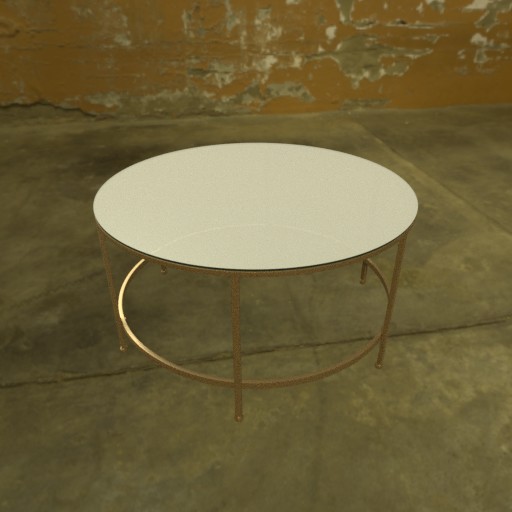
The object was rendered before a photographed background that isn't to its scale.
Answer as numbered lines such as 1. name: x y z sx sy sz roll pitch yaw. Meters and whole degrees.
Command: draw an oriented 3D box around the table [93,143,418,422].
1. table: 0.000 0.000 1.421 0.914 0.470 0.914 0 30 0
